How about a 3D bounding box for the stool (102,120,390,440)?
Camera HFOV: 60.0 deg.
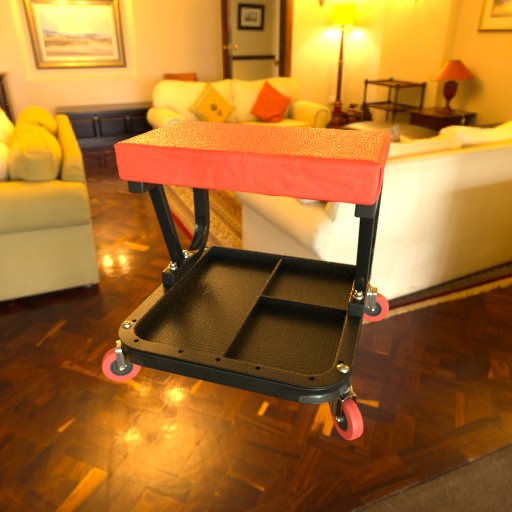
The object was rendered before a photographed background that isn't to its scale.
[{"bbox_3d":[0.000,0.000,0.728,0.446,0.380,0.371,8,27,16],"label":"stool"}]
